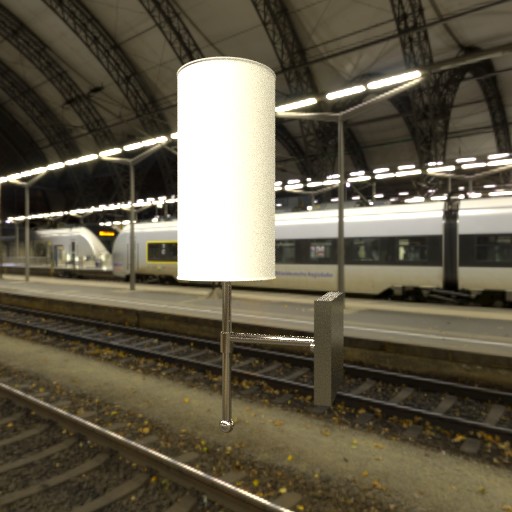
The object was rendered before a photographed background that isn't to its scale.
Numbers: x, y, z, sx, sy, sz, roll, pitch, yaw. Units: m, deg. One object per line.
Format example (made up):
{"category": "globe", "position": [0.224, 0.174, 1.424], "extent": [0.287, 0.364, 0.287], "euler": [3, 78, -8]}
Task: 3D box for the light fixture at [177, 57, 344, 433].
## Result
{"category": "light fixture", "position": [0.000, 0.000, 0.566], "extent": [0.208, 0.462, 0.128], "euler": [0, 0, 18]}
